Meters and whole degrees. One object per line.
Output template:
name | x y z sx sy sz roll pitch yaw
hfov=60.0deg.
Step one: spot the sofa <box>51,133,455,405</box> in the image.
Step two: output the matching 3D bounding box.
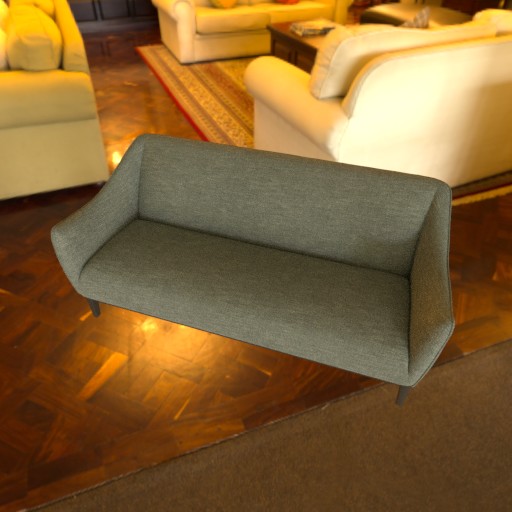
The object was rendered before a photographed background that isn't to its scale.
sofa | 0.000 0.000 2.385 1.928 0.829 0.867 13 41 15
